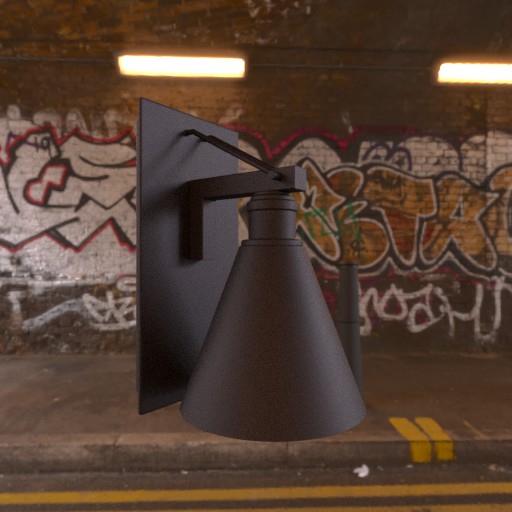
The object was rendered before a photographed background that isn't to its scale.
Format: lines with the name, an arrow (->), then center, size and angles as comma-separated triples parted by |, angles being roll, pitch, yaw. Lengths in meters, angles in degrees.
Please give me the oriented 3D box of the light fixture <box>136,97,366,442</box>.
light fixture -> 0.000, 0.000, 0.425 | 0.207, 0.298, 0.170 | 0, 0, 36
